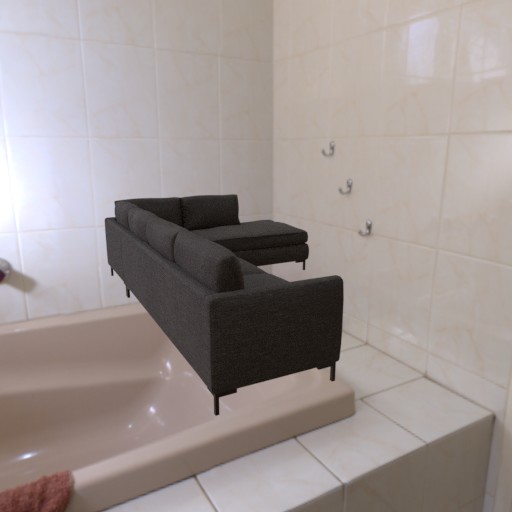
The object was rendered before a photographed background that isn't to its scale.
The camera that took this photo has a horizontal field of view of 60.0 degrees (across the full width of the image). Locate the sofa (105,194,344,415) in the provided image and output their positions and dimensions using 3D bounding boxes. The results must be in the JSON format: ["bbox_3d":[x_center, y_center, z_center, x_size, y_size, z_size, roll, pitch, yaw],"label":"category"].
[{"bbox_3d":[0.000,0.000,3.794,2.007,0.815,2.949,-7,15,-27],"label":"sofa"}]
